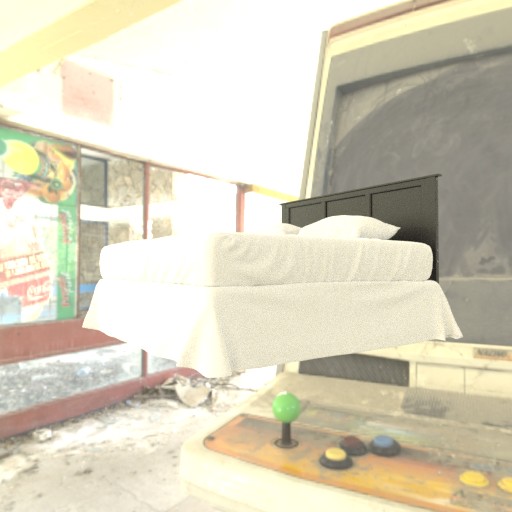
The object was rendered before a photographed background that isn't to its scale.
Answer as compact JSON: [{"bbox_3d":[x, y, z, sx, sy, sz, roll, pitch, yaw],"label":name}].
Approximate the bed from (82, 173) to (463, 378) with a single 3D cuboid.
[{"bbox_3d":[0.000,0.000,3.616,2.219,1.271,2.315,1,-2,-35],"label":"bed"}]
